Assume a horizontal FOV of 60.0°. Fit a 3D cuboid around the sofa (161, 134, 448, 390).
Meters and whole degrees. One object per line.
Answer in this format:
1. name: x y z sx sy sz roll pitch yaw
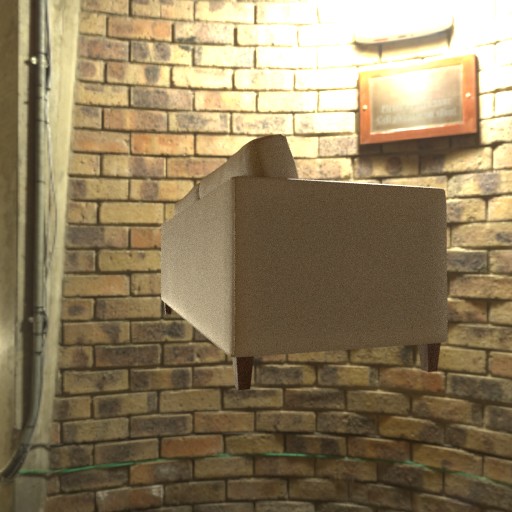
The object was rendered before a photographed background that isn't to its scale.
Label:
1. sofa: 0.000 0.000 2.785 0.951 0.968 2.361 0 0 -18
